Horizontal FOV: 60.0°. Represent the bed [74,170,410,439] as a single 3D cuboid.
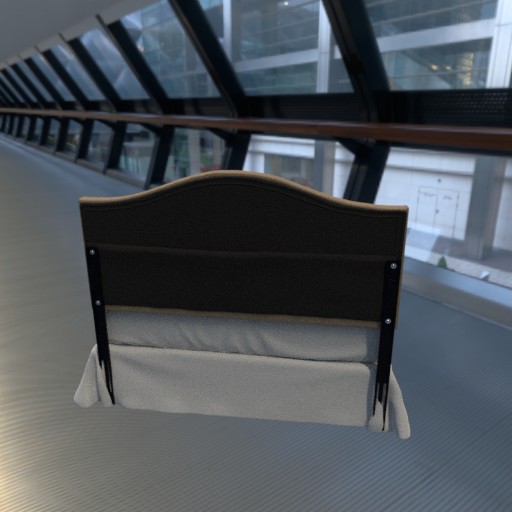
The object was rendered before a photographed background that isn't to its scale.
[{"bbox_3d":[0.000,0.000,3.742,2.311,1.651,2.222,3,18,8],"label":"bed"}]
